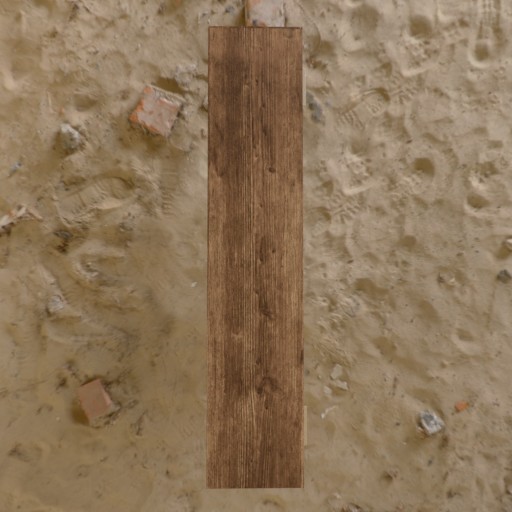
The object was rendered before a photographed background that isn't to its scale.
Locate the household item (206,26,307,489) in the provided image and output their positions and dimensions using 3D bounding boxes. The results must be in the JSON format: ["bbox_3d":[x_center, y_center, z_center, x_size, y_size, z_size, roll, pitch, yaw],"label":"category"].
[{"bbox_3d":[0.000,0.000,2.033,0.390,0.615,1.800,0,88,-1],"label":"household item"}]
